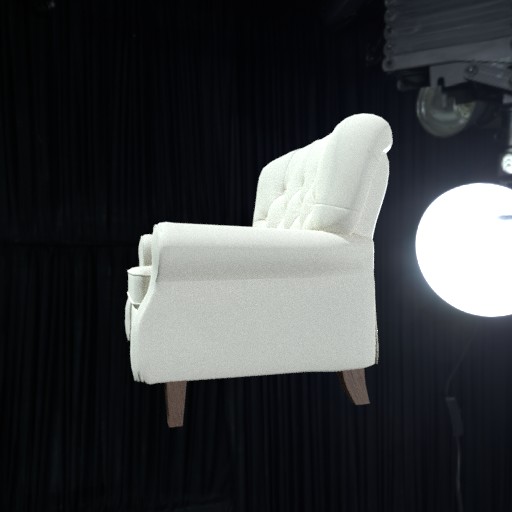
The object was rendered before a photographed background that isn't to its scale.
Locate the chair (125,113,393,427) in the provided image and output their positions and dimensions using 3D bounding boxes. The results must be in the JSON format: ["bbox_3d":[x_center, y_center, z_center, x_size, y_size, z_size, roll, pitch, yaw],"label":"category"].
[{"bbox_3d":[0.000,0.000,2.030,1.132,1.169,1.035,0,0,-18],"label":"chair"}]
